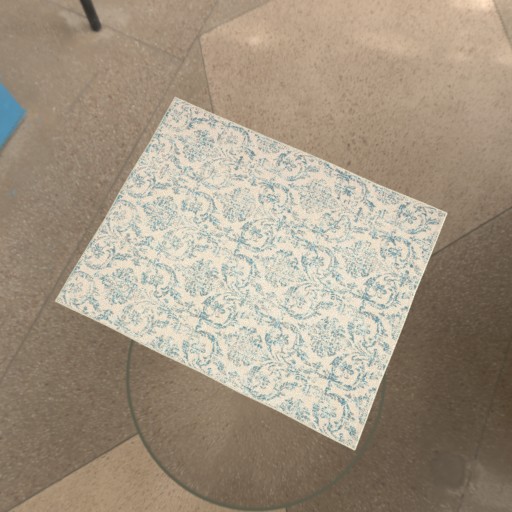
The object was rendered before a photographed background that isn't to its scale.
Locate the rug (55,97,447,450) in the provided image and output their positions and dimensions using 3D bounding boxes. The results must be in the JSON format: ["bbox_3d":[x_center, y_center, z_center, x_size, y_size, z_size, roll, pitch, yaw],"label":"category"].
[{"bbox_3d":[0.000,0.000,4.182,2.980,0.012,2.363,25,77,6],"label":"rug"}]
